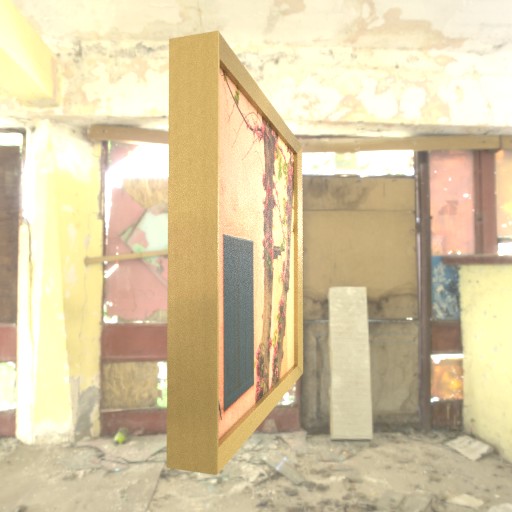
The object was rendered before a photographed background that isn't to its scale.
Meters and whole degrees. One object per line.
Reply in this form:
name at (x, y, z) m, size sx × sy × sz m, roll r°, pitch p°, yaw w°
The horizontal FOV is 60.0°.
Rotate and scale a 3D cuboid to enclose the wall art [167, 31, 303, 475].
wall art at (0.000, 0.000, 0.455) m, size 0.038 × 0.305 × 0.304 m, roll -1°, pitch -2°, yaw 17°
